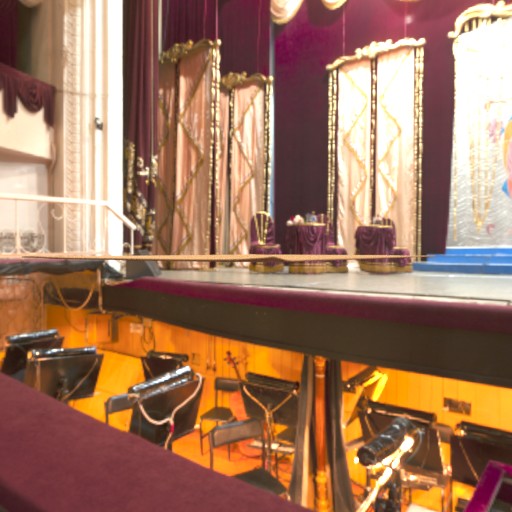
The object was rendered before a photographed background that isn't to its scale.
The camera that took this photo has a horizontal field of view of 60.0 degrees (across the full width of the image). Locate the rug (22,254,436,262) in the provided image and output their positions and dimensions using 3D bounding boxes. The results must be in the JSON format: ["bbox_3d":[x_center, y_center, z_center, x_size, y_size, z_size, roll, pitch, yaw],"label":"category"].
[{"bbox_3d":[0.000,0.000,3.841,2.277,0.035,2.897,0,1,36],"label":"rug"}]
